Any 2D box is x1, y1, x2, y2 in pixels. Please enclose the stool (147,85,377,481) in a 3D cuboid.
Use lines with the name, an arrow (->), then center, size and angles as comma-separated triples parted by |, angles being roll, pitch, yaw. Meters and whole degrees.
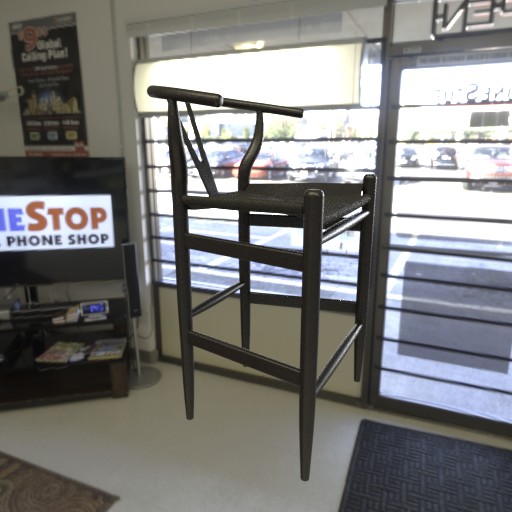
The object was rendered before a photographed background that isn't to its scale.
stool -> 0.000, 0.000, 1.336 | 0.579, 0.970, 0.569 | 7, 16, 26
